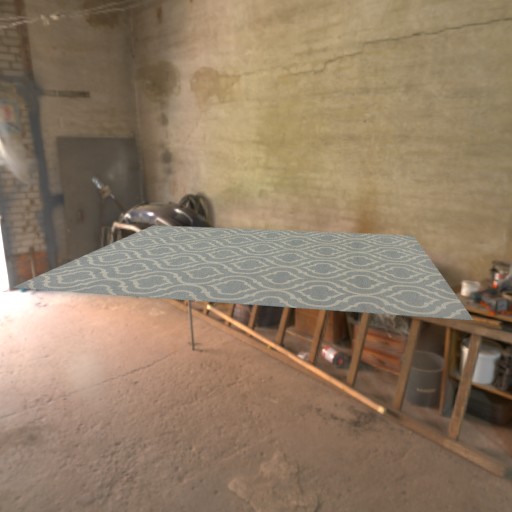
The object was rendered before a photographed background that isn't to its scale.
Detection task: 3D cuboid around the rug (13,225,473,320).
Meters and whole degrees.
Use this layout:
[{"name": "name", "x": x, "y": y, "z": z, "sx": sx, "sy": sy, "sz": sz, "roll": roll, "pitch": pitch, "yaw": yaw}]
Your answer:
[{"name": "rug", "x": 0.000, "y": 0.000, "z": 3.802, "sx": 2.892, "sy": 0.006, "sz": 2.283, "roll": 3, "pitch": 15, "yaw": 11}]
